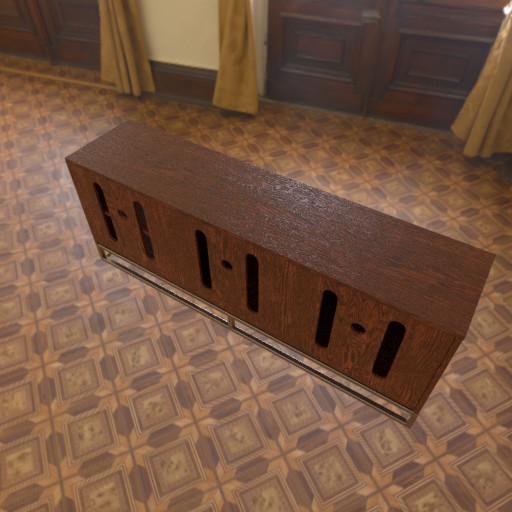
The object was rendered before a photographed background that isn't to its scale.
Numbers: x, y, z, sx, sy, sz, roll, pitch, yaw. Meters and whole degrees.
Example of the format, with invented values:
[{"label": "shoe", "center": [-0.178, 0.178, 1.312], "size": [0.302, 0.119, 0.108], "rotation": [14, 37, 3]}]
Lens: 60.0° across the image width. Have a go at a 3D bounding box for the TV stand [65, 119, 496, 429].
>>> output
[{"label": "TV stand", "center": [0.000, 0.000, 1.764], "size": [1.541, 0.578, 0.382], "rotation": [25, 51, 22]}]
